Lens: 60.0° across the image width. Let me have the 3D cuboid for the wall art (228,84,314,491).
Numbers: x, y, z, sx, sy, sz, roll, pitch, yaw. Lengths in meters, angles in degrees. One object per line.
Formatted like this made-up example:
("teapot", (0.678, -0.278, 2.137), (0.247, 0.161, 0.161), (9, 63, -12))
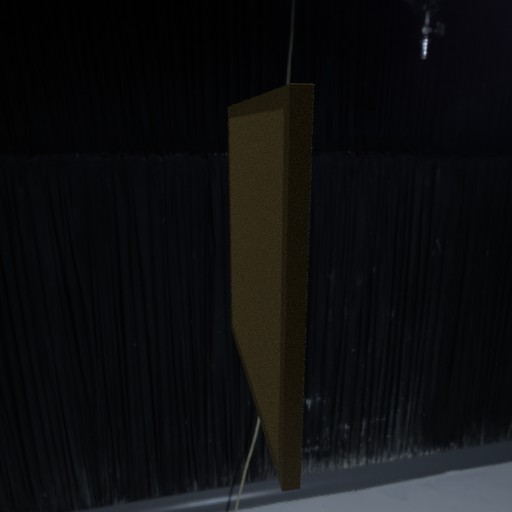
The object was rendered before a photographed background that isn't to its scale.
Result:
("wall art", (0.000, 0.000, 2.904), (0.097, 1.936, 1.935), (-3, 16, -10))
